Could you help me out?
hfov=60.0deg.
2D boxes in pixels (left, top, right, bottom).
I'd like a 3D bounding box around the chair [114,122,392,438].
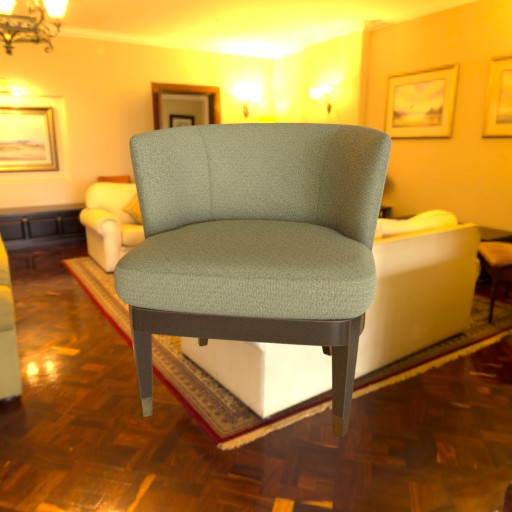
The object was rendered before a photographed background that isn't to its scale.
[{"bbox_3d":[0.000,0.000,1.271,0.700,0.760,0.660,2,14,9],"label":"chair"}]
